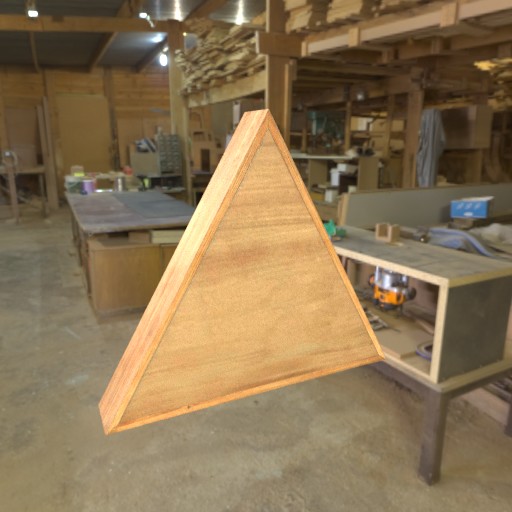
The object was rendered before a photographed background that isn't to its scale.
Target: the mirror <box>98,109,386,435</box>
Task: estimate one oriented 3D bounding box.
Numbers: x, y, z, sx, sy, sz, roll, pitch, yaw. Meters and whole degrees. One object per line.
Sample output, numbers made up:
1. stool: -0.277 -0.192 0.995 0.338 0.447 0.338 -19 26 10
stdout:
1. mirror: 0.000 0.000 0.878 0.631 0.548 0.100 -7 16 -25
